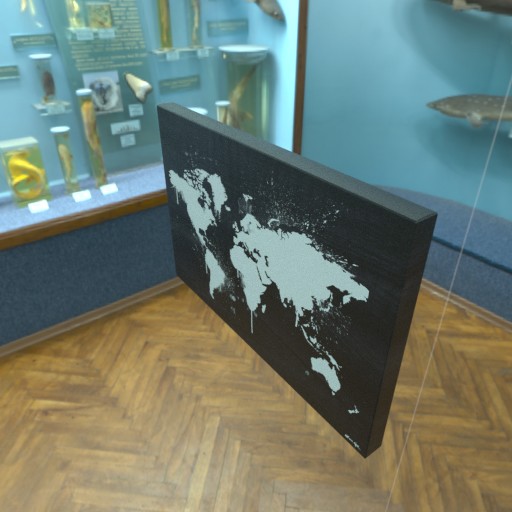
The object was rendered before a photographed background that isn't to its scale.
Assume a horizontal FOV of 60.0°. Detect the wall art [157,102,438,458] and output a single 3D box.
[{"bbox_3d":[0.000,0.000,0.781,0.038,0.409,0.610,-21,38,-30],"label":"wall art"}]
